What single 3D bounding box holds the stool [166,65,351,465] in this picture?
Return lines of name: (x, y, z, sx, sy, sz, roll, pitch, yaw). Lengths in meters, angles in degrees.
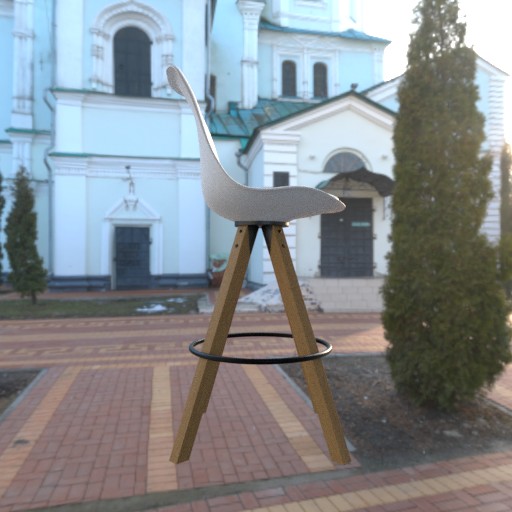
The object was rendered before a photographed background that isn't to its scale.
stool: (0.000, 0.000, 1.393, 0.549, 1.115, 0.482, 0, 0, 1)
